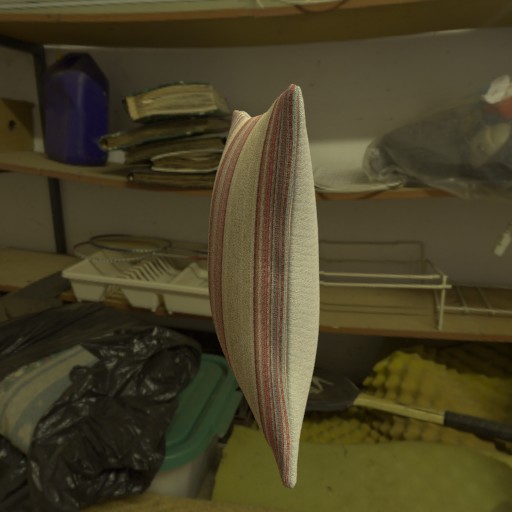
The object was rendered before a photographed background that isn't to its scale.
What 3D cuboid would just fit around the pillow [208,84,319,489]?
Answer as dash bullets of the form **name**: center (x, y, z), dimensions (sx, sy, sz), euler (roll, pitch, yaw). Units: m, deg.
- **pillow**: center (0.000, 0.000, 0.632), dimensions (0.136, 0.419, 0.437), euler (-3, 15, -9)
